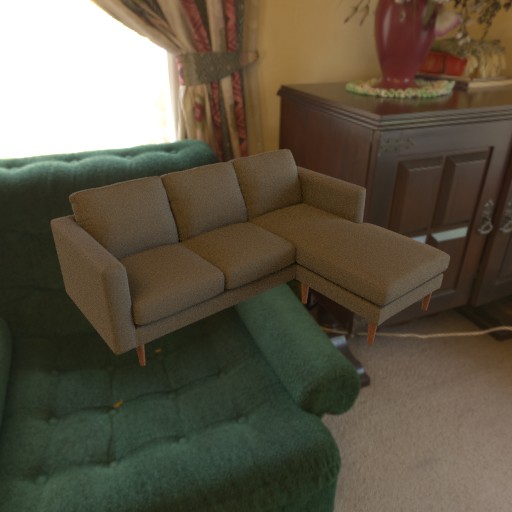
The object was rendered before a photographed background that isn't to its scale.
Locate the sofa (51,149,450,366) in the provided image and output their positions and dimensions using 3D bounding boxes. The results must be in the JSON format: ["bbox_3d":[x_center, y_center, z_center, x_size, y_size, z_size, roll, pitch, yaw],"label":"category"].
[{"bbox_3d":[0.000,0.000,2.882,2.031,0.897,1.591,-20,34,-34],"label":"sofa"}]
